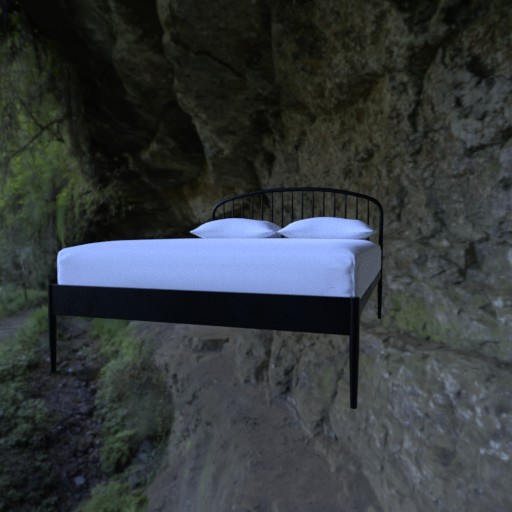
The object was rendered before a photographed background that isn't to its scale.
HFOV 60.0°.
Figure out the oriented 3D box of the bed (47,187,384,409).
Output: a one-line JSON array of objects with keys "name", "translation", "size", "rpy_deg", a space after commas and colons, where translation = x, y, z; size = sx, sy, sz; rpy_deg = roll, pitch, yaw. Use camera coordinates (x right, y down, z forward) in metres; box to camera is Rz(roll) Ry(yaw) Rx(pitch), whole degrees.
[{"name": "bed", "translation": [0.000, 0.000, 3.092], "size": [1.618, 1.166, 2.159], "rpy_deg": [1, 3, 18]}]
